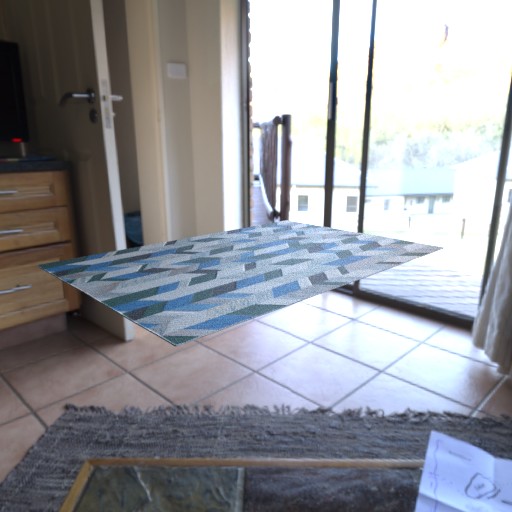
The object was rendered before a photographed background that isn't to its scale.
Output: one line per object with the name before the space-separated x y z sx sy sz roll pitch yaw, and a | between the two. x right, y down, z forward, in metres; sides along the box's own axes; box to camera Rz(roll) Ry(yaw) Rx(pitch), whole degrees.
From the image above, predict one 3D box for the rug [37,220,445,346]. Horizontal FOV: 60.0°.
rug | 0.000 0.000 2.361 1.827 0.005 1.229 -14 20 -42
